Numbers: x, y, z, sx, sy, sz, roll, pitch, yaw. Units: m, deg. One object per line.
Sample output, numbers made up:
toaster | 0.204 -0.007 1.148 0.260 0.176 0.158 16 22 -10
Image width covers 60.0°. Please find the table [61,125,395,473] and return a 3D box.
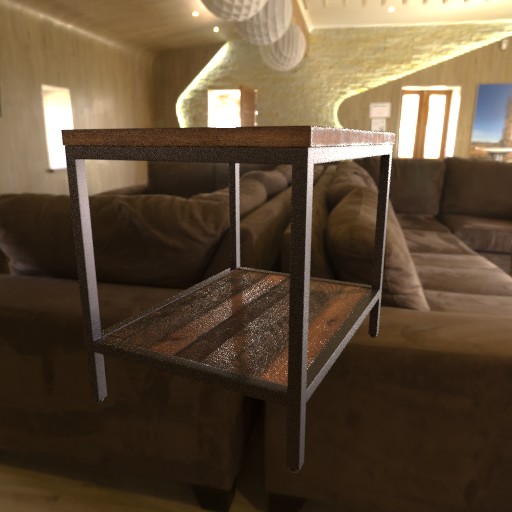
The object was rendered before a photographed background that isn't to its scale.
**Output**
table | 0.000 0.000 1.131 0.524 0.612 0.678 7 16 26
